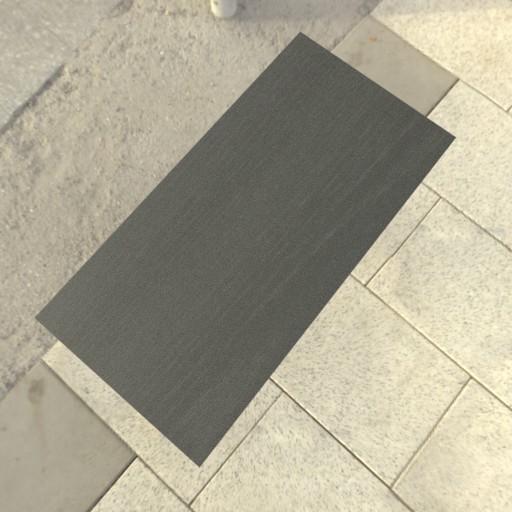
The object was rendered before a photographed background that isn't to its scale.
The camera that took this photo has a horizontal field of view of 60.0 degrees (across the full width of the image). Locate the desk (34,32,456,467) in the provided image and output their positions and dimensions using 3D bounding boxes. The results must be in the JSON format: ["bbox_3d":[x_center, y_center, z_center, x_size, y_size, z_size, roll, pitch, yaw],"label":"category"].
[{"bbox_3d":[0.000,0.000,1.385,0.499,0.660,0.991,38,79,9],"label":"desk"}]
